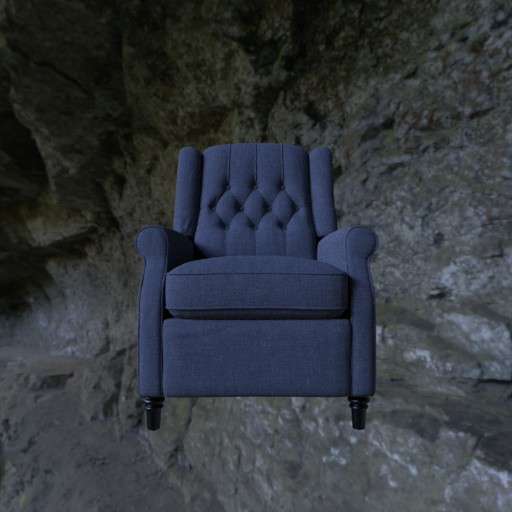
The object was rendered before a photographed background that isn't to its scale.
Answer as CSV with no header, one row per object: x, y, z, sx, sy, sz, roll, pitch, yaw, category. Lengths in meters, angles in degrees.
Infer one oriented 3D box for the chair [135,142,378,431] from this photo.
0.000,0.000,1.672,0.742,1.035,0.898,0,-1,0,chair
